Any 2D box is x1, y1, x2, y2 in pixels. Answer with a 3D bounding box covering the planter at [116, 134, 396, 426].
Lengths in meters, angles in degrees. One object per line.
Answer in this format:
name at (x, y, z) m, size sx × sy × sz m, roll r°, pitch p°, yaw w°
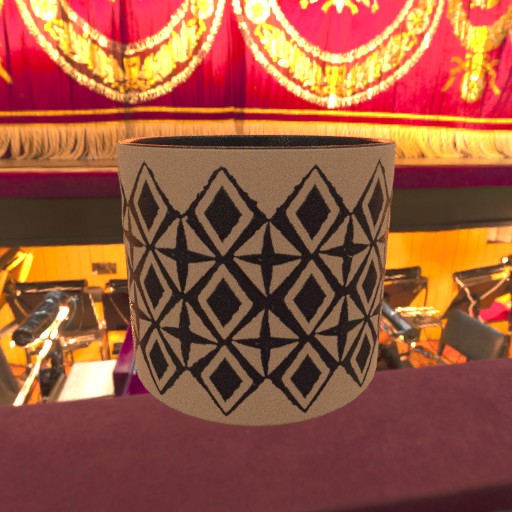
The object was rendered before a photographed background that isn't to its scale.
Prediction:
planter at (0.000, 0.000, 0.282) m, size 0.159 × 0.144 × 0.159 m, roll 0°, pitch 17°, yaw 0°
